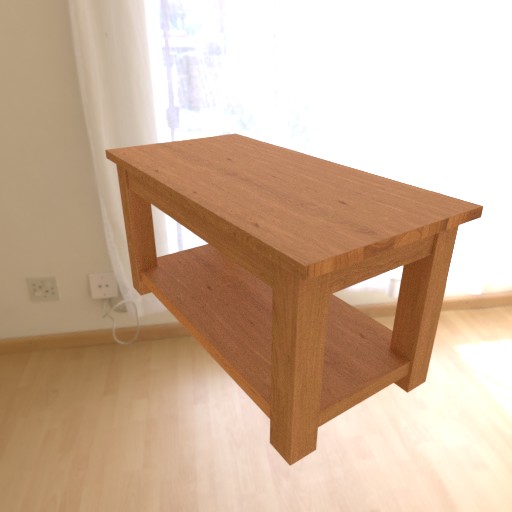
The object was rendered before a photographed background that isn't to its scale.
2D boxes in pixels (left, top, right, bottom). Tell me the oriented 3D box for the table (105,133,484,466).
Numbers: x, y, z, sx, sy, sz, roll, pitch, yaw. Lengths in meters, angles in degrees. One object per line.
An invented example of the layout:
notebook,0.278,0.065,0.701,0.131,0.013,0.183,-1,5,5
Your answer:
table,0.000,0.000,1.172,0.450,0.452,0.899,-17,31,-31
